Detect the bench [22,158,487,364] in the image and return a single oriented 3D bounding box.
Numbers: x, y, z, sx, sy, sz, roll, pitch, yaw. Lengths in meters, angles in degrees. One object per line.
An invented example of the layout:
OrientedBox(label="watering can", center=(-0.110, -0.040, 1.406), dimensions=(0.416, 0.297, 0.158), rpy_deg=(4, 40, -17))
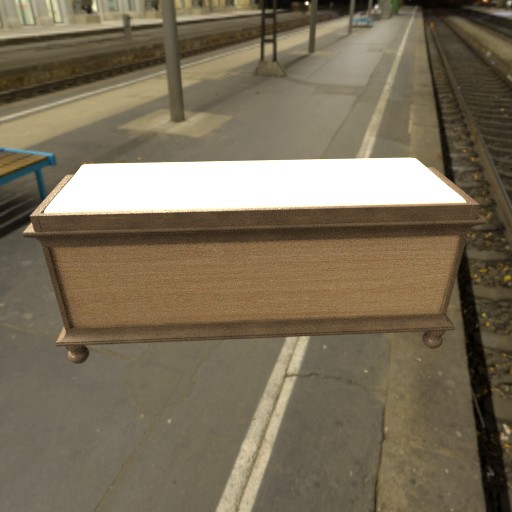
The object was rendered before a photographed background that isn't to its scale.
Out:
OrientedBox(label="bench", center=(0.000, 0.000, 1.402), dimensions=(1.185, 0.501, 0.402), rpy_deg=(-2, 30, -3))
